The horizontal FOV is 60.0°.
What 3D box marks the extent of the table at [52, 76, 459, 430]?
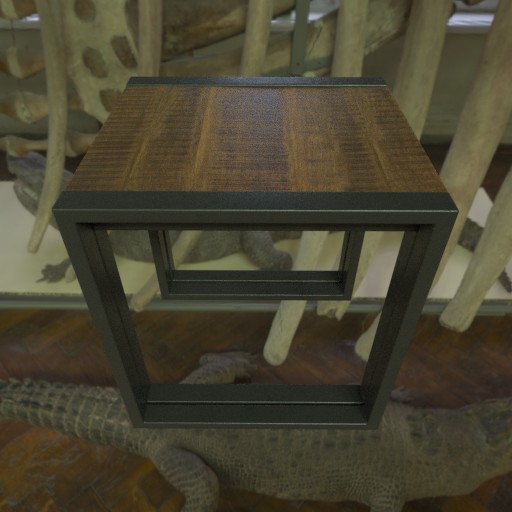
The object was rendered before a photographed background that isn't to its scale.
[{"bbox_3d":[0.000,0.000,0.890,0.500,0.550,0.449,0,42,0],"label":"table"}]
